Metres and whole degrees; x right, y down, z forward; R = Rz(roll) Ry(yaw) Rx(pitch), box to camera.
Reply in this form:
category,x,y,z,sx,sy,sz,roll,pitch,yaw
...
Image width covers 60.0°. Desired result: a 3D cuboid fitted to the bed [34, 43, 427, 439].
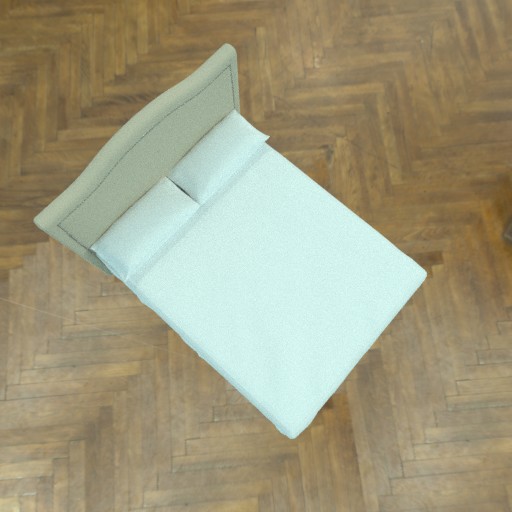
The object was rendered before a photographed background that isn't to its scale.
category,x,y,z,sx,sy,sz,roll,pitch,yaw
bed,0.000,0.000,3.292,2.143,1.460,1.753,41,78,10
